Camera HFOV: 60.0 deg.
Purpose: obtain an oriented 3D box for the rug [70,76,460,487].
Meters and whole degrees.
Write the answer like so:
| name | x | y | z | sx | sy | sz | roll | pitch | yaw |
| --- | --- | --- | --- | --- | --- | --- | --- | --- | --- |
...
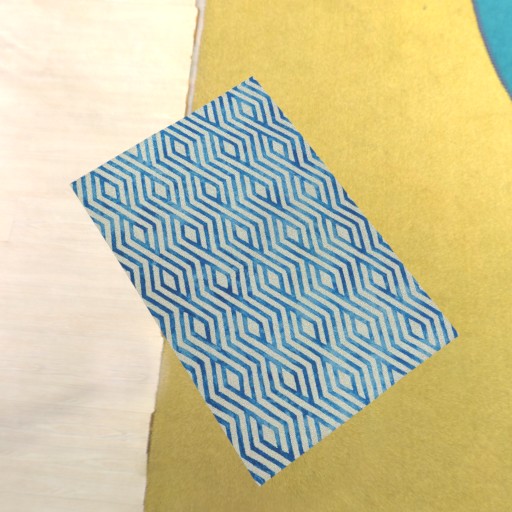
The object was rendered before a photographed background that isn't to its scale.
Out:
| name | x | y | z | sx | sy | sz | roll | pitch | yaw |
| --- | --- | --- | --- | --- | --- | --- | --- | --- | --- |
| rug | 0.000 | 0.000 | 2.323 | 1.225 | 0.008 | 1.830 | -34 | 77 | -9 |
